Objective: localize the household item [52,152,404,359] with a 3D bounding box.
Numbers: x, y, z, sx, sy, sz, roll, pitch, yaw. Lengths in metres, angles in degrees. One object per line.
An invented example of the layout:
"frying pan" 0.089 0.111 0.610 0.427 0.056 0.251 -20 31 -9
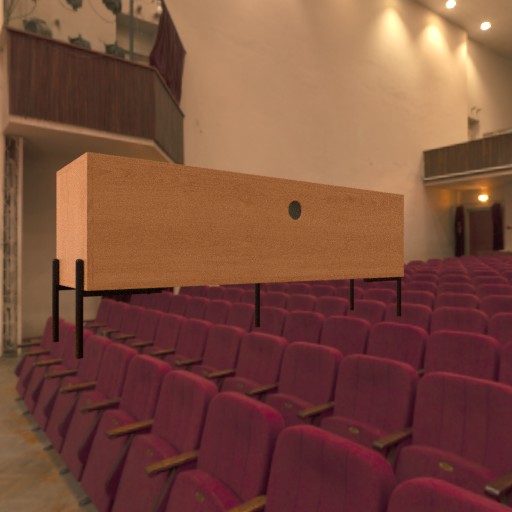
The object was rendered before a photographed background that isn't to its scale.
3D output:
"household item" 0.000 0.000 1.886 1.550 0.600 0.400 0 0 -36
